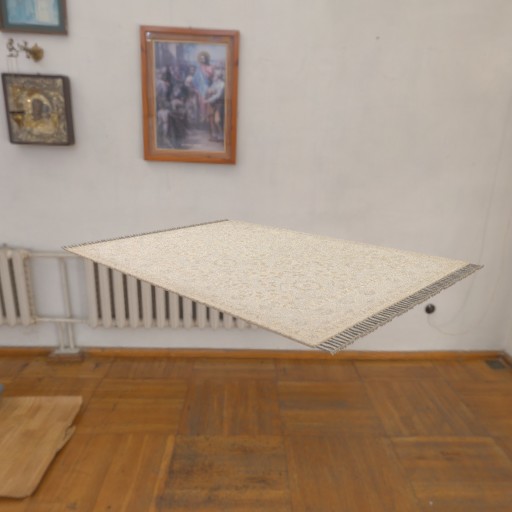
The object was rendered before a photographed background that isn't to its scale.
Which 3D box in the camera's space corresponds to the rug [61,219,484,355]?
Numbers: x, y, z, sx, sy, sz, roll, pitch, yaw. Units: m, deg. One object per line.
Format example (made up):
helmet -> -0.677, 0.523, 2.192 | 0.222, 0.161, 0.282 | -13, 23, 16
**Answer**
rug -> 0.000, 0.000, 2.230 | 1.771, 0.015, 1.223 | 14, 20, 42
